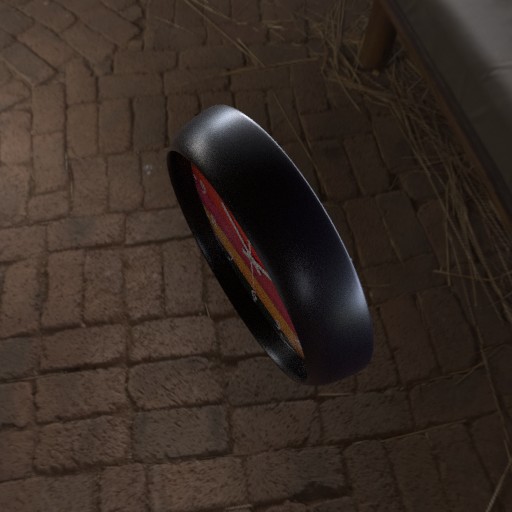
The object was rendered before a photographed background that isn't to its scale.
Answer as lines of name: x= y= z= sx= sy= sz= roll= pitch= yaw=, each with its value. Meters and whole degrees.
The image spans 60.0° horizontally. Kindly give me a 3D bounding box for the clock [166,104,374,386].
clock: x=0.000 y=0.000 z=0.457 sx=0.060 sy=0.300 sz=0.300 roll=-30 pitch=68 yaw=-13
